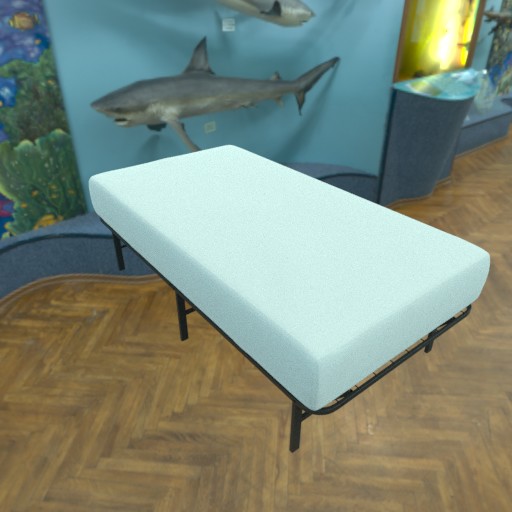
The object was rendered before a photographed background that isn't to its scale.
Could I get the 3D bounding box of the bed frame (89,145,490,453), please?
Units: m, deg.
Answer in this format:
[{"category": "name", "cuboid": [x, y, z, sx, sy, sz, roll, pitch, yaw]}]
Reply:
[{"category": "bed frame", "cuboid": [0.000, 0.000, 2.320, 1.025, 0.640, 1.908, -22, 37, -32]}]
